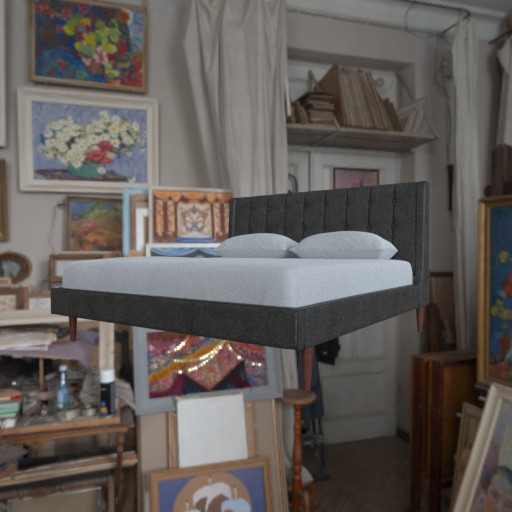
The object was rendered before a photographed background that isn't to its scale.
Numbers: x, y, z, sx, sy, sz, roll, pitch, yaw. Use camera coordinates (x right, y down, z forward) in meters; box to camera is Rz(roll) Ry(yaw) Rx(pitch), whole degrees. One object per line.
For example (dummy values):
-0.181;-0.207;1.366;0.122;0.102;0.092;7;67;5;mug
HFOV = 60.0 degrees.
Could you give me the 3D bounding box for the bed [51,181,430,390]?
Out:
0.000;0.000;3.201;1.903;1.158;2.031;0;1;36;bed
